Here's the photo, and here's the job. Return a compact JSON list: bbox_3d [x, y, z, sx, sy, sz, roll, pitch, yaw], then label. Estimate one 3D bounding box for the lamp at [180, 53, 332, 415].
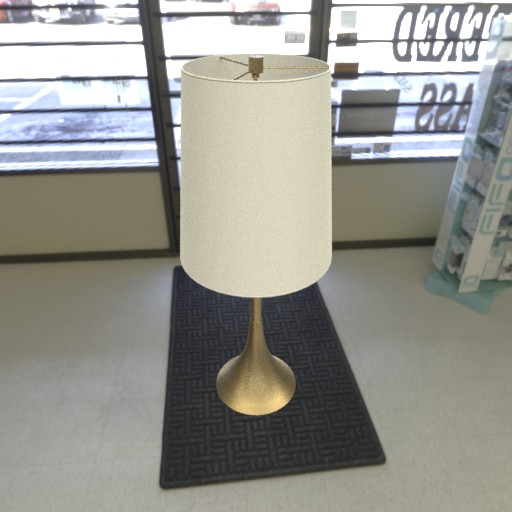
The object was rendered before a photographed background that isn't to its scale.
[{"bbox_3d":[0.000,0.000,0.686,0.231,0.569,0.231,0,33,0],"label":"lamp"}]
